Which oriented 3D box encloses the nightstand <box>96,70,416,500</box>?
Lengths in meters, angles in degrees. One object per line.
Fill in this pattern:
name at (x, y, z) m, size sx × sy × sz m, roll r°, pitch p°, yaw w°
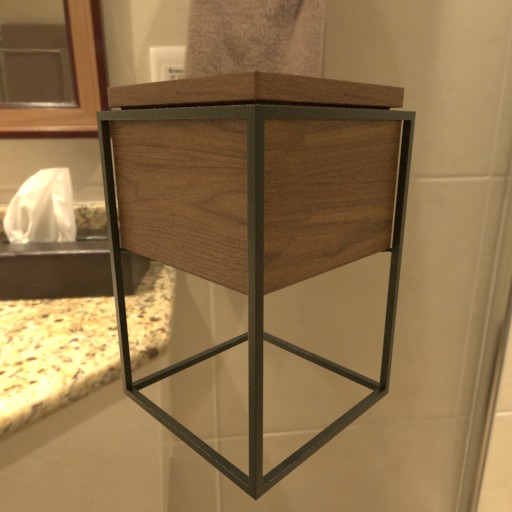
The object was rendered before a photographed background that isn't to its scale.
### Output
nightstand at (0.000, 0.000, 0.852) m, size 0.397 × 0.607 × 0.397 m, roll -16°, pitch 23°, yaw -43°
